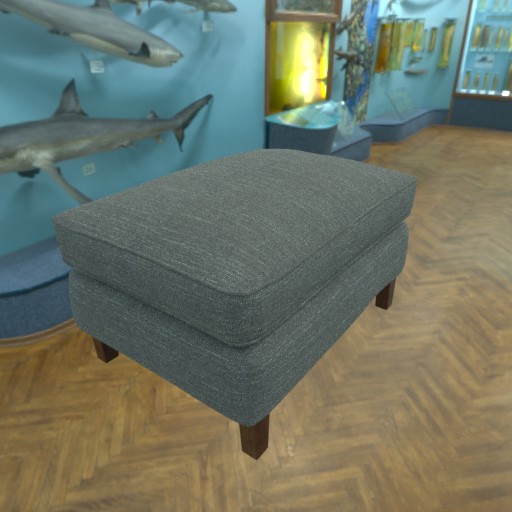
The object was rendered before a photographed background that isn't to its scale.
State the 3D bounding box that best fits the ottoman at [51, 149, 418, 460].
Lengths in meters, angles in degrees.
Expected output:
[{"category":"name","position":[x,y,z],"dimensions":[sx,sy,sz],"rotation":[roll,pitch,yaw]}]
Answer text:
[{"category":"ottoman","position":[0.000,0.000,0.995],"dimensions":[0.508,0.406,0.686],"rotation":[19,32,32]}]
